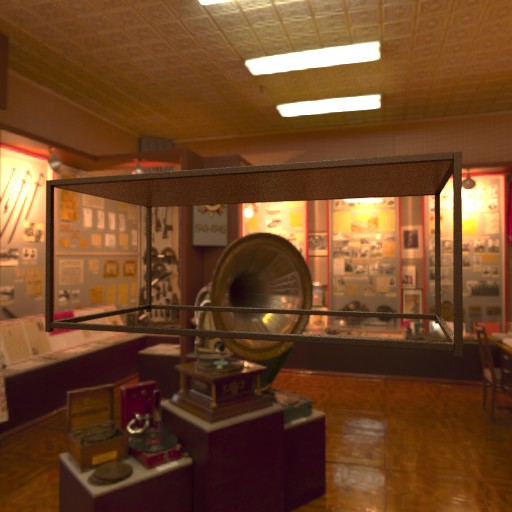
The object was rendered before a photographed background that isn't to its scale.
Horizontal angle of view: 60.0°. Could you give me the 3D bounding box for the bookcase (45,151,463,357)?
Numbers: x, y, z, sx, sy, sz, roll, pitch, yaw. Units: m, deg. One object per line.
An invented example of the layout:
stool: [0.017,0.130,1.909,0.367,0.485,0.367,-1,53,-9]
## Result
bookcase: [0.000,0.000,1.246,1.000,0.400,0.500,0,-1,18]
